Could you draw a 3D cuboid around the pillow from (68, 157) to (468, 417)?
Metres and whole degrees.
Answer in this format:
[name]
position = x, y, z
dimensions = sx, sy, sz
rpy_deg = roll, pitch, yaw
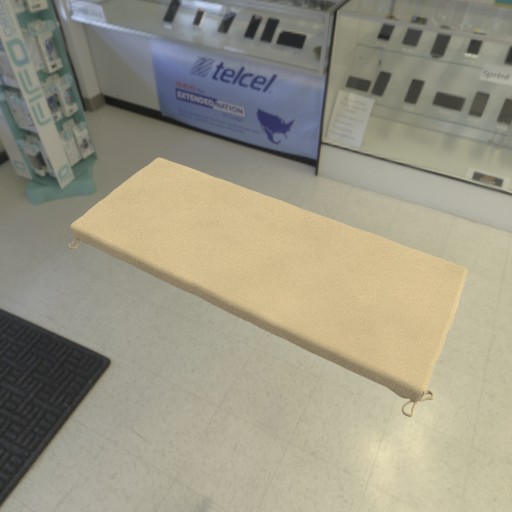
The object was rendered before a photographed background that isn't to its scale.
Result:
[pillow]
position = 0.000, 0.000, 1.354
dimensions = 1.187, 0.081, 0.492
rpy_deg = 23, 50, 21
